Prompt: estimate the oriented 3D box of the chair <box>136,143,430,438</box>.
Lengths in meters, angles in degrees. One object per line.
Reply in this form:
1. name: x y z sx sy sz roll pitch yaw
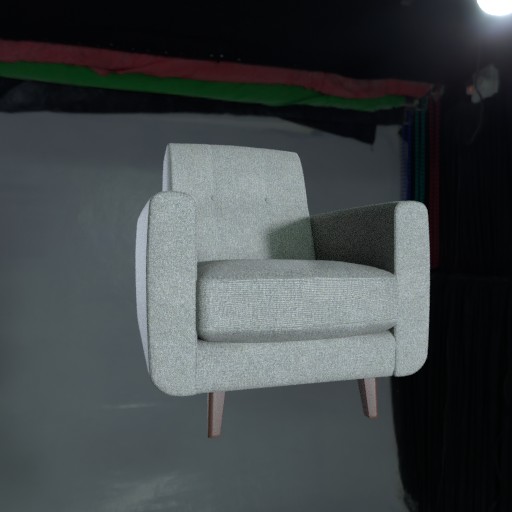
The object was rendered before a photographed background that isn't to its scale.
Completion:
1. chair: 0.000 0.000 1.648 0.845 0.968 0.942 0 0 -17
